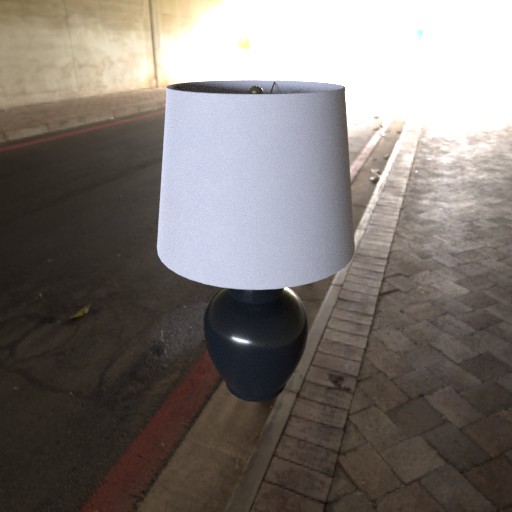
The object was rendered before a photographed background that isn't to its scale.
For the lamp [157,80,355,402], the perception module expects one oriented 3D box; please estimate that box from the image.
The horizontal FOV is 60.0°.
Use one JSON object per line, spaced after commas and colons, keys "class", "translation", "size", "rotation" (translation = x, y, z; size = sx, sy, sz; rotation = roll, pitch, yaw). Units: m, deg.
{"class": "lamp", "translation": [0.000, 0.000, 0.555], "size": [0.239, 0.399, 0.239], "rotation": [0, 25, 0]}
